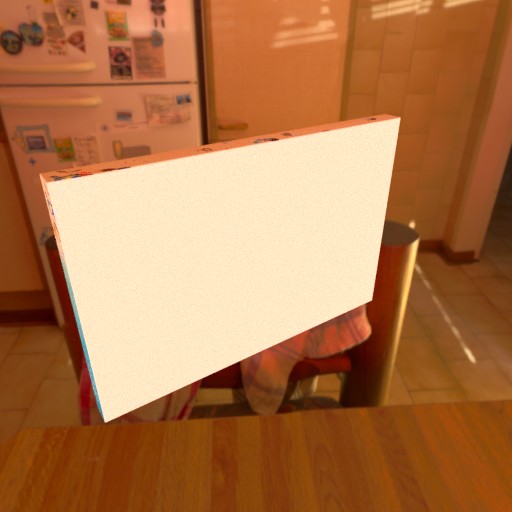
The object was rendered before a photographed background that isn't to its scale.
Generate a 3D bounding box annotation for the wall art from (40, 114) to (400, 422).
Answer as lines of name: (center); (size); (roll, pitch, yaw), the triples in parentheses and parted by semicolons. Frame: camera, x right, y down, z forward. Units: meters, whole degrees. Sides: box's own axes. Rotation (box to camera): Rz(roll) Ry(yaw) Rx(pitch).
wall art: (0.000, 0.000, 0.773); (0.609, 0.406, 0.039); (-18, 34, -29)
